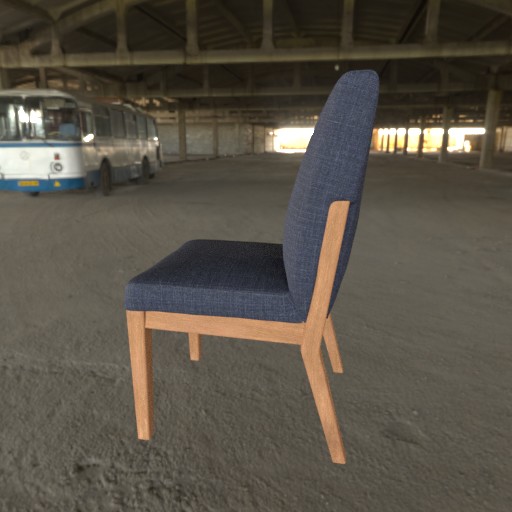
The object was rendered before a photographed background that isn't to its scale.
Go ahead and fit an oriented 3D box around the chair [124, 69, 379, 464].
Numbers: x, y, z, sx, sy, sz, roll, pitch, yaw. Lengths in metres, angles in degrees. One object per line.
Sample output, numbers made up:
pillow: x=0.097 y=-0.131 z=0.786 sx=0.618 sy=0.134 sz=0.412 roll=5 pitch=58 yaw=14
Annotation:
chair: x=0.000 y=0.000 z=1.245 sx=0.586 sy=0.911 sz=0.507 roll=3 pitch=15 yaw=10
